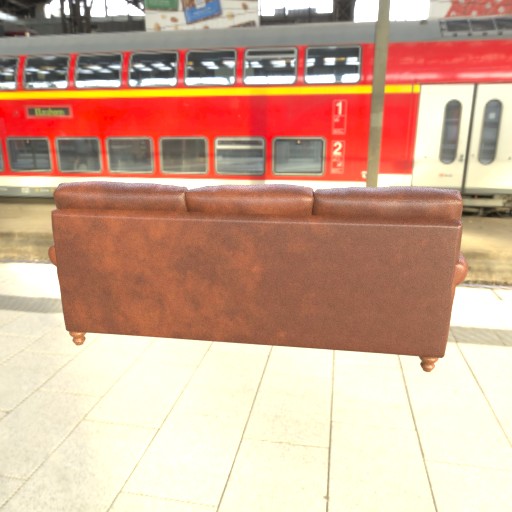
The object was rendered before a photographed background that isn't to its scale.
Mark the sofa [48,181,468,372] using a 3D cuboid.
[{"bbox_3d":[0.000,0.000,2.815,2.351,0.977,0.973,2,16,8],"label":"sofa"}]
